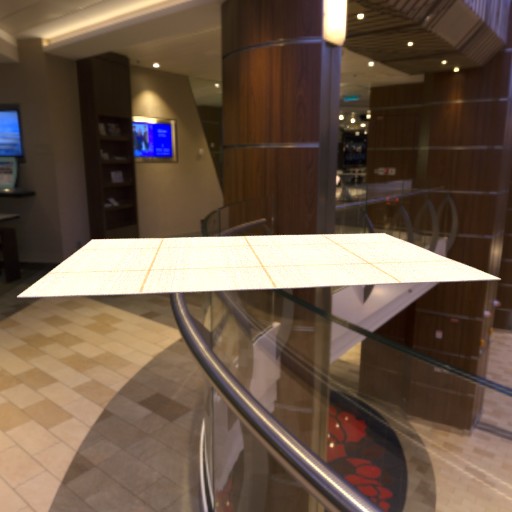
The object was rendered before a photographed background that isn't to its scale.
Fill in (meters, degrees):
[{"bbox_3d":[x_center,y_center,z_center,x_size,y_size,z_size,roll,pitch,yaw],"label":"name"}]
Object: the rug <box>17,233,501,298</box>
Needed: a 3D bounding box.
[{"bbox_3d":[0.000,0.000,2.951,2.442,0.016,1.527,-2,12,-7],"label":"rug"}]
